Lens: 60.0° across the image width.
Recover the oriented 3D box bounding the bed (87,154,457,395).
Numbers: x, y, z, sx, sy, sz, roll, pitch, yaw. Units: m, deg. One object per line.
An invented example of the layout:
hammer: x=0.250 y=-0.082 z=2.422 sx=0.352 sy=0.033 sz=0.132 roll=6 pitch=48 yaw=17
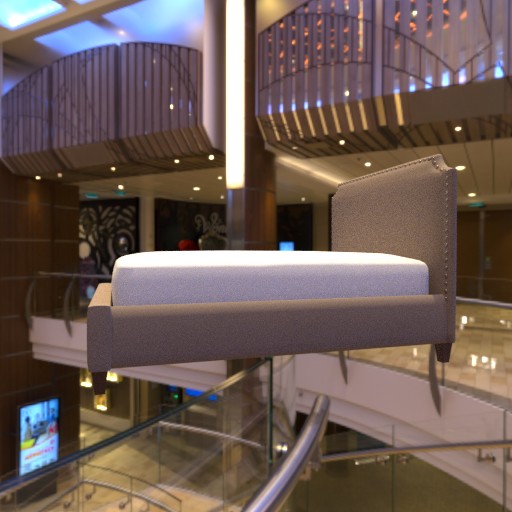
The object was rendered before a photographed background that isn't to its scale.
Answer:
bed: x=0.000 y=0.000 z=3.447 sx=2.372 sy=1.443 sz=1.713 roll=0 pitch=1 yaw=-18
